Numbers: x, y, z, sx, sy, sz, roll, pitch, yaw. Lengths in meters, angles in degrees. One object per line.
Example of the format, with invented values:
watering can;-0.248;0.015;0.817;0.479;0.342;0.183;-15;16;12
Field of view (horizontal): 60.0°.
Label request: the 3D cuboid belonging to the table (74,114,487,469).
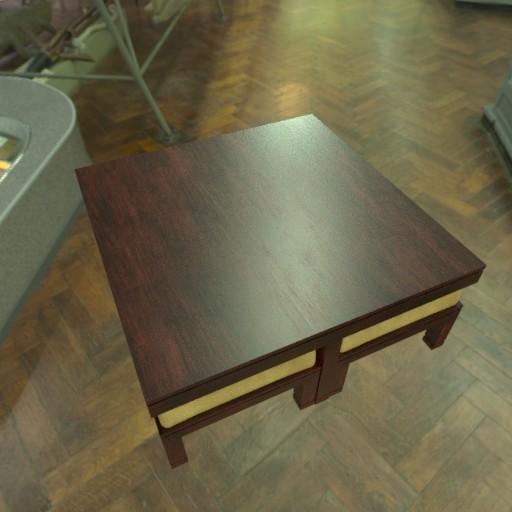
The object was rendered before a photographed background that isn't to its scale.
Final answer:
table;0.000;0.000;1.377;0.865;0.356;0.865;-18;48;-17
